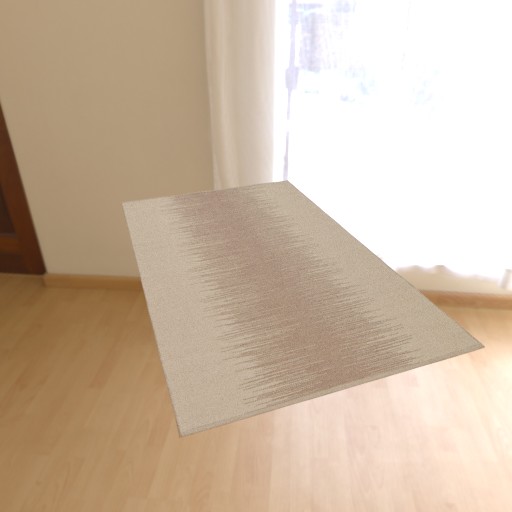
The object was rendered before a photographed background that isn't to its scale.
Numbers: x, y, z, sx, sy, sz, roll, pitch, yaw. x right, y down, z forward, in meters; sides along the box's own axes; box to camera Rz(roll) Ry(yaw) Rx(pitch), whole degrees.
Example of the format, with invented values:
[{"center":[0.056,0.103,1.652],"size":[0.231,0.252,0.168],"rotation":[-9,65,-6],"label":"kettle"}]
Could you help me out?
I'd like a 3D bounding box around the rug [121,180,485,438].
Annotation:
[{"center":[0.000,0.000,2.945],"size":[1.522,0.012,2.440],"rotation":[-10,32,-17],"label":"rug"}]
